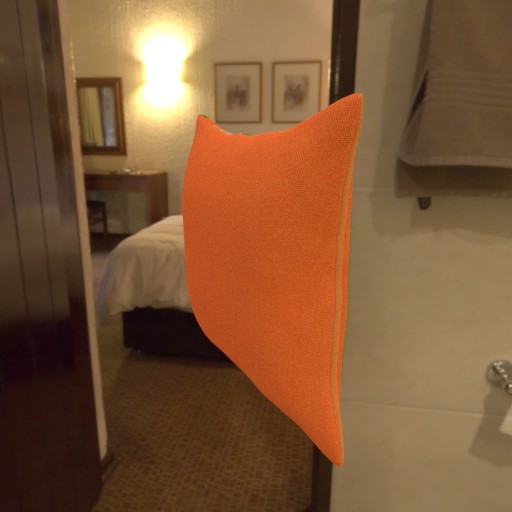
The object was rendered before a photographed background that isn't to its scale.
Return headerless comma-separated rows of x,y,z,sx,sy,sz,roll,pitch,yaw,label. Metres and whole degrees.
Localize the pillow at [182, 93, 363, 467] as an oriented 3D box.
0.000,0.000,0.692,0.169,0.444,0.453,-8,16,-27,pillow
